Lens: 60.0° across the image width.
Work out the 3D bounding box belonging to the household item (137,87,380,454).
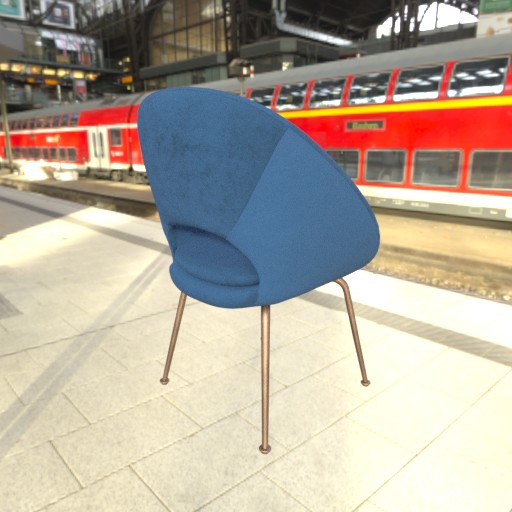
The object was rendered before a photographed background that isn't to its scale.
[{"bbox_3d":[0.000,0.000,1.254,0.573,0.852,0.623,-13,19,-42],"label":"household item"}]
